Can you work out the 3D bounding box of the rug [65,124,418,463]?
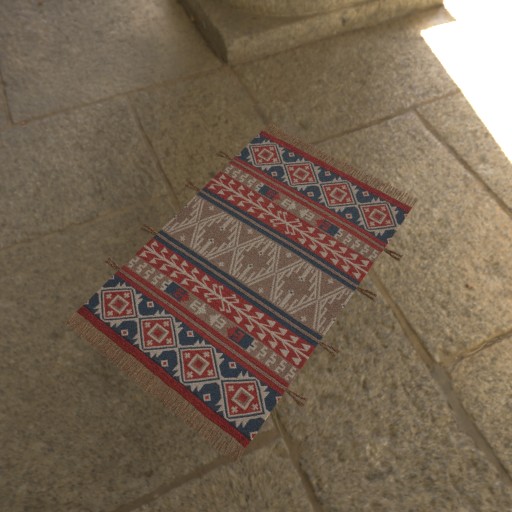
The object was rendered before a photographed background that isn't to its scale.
[{"bbox_3d":[0.000,0.000,3.312,1.778,0.048,2.450,32,64,18],"label":"rug"}]
